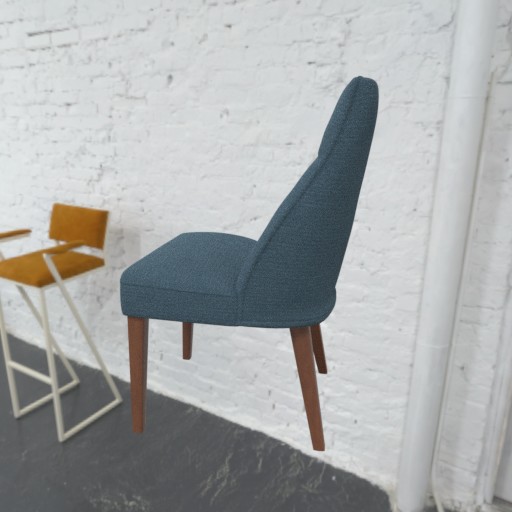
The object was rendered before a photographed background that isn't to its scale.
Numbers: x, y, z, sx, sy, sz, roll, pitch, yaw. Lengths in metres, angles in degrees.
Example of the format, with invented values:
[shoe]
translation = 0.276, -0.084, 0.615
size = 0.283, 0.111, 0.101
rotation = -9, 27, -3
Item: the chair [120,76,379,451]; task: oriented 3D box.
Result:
[chair]
translation = 0.000, 0.000, 1.275
size = 0.620, 0.930, 0.500
rotation = 3, 15, 9
